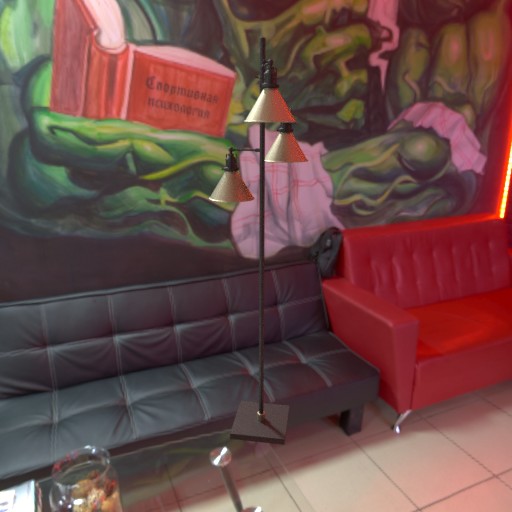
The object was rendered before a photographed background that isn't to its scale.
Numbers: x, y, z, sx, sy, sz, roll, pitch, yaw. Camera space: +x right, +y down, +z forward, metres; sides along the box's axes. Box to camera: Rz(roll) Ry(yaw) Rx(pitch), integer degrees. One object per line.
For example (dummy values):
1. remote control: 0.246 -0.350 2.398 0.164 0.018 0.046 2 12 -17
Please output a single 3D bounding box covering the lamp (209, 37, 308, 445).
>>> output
1. lamp: 0.000 0.000 1.910 0.415 1.716 0.428 2 17 8
